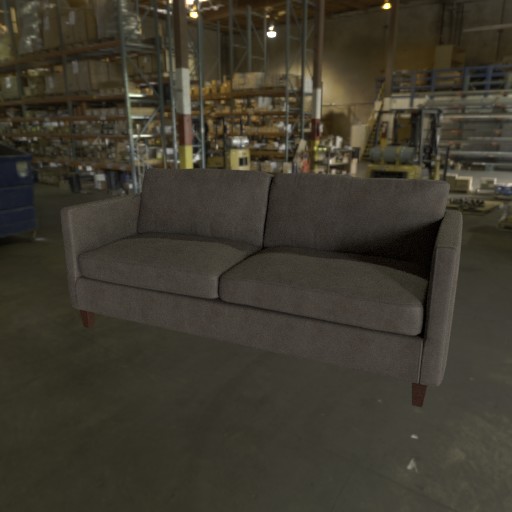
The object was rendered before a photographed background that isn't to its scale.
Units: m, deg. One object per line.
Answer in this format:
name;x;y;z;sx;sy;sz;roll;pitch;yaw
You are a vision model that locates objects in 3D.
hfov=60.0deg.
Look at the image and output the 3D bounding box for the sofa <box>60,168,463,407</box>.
sofa;0.000;0.000;2.661;2.208;0.965;0.951;7;18;24
